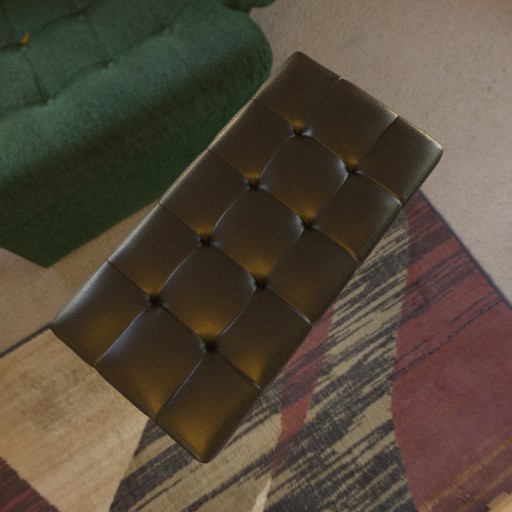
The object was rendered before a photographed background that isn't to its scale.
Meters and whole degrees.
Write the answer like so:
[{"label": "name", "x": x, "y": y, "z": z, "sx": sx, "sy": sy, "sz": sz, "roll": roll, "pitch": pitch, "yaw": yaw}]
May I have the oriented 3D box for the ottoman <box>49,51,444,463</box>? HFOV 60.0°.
[{"label": "ottoman", "x": 0.000, "y": 0.000, "z": 1.126, "sx": 0.432, "sy": 0.470, "sz": 0.838, "roll": 38, "pitch": 79, "yaw": 9}]
